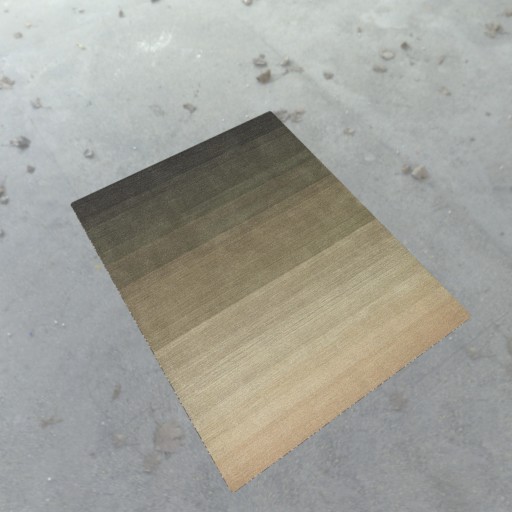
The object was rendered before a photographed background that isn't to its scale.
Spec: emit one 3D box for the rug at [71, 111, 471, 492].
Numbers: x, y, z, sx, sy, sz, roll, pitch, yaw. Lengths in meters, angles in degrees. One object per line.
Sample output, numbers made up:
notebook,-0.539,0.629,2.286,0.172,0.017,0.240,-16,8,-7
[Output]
rug,0.000,0.000,3.890,2.305,0.017,2.902,-30,64,-16
